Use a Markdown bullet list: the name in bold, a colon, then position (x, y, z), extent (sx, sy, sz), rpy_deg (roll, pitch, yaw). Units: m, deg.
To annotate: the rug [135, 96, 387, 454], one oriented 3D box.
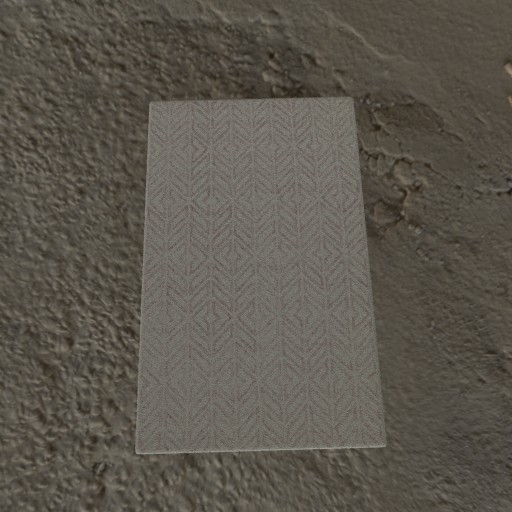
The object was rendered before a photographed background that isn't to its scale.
- **rug**: position (0.000, 0.000, 3.000), extent (1.523, 0.008, 2.438), rpy_deg (-1, 75, 0)
